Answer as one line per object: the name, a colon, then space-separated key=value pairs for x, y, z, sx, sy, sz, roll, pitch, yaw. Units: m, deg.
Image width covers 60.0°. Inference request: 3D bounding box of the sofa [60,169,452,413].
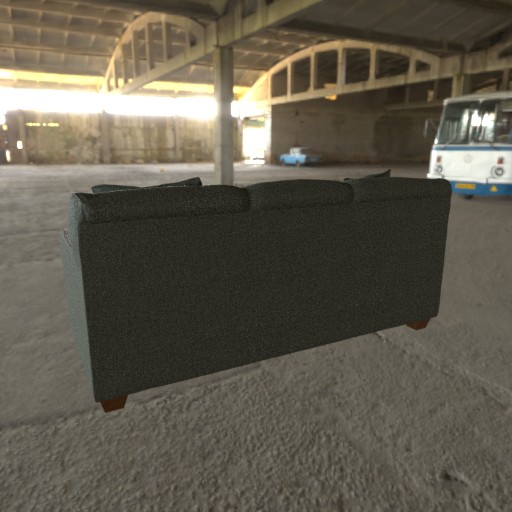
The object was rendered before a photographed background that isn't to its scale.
sofa: x=0.000 y=0.000 z=2.557 sx=2.024 sy=0.958 sz=0.997 roll=-7 pitch=16 yaw=-27
